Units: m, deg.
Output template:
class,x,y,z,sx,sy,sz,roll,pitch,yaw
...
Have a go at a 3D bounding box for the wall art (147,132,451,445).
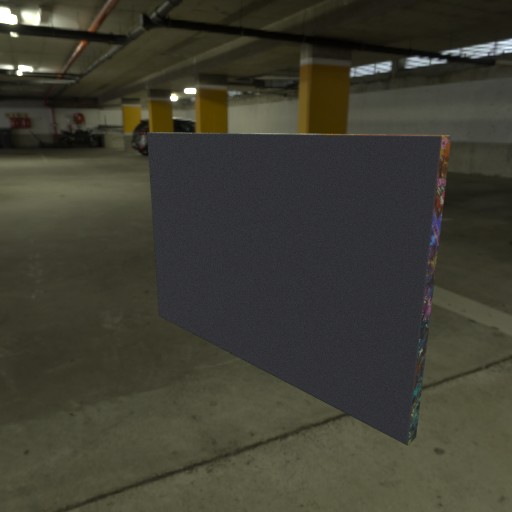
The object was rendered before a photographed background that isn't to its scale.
class,x,y,z,sx,sy,sz,roll,pitch,yaw
wall art,0.000,0.000,1.134,0.037,0.604,0.908,-15,22,-42
